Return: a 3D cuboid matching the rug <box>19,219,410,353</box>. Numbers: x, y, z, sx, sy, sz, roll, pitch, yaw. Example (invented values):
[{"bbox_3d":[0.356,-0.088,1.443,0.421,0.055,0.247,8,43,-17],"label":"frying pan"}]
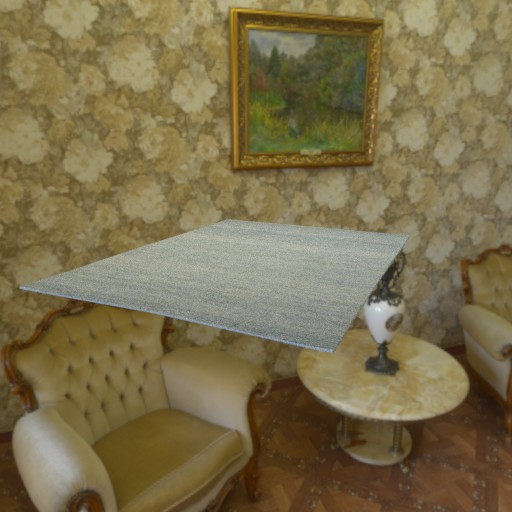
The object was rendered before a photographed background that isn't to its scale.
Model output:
[{"bbox_3d":[0.000,0.000,4.275,2.461,0.046,3.237,7,16,25],"label":"rug"}]
